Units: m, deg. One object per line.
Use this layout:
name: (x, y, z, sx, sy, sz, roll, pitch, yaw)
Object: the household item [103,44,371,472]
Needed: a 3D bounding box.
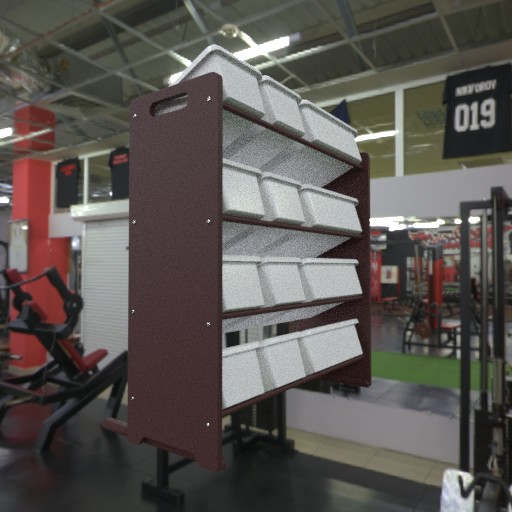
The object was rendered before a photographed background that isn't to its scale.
household item: (0.000, 0.000, 1.298, 0.389, 0.864, 0.787, -1, -2, 36)
